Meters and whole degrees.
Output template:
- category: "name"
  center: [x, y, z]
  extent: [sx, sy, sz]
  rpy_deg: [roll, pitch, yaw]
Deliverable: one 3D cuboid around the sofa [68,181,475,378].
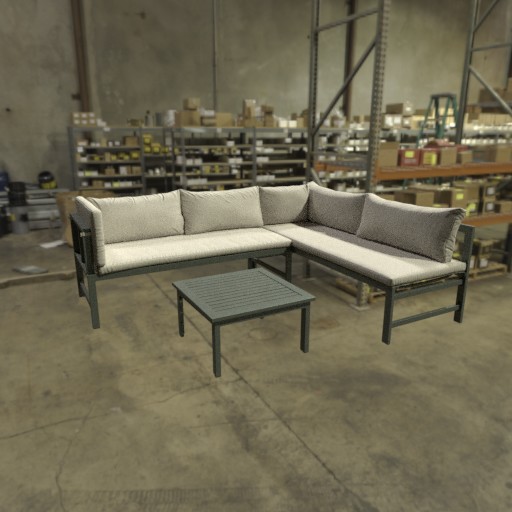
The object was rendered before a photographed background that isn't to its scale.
- category: "sofa"
  center: [0.000, 0.000, 2.944]
  extent: [2.096, 0.758, 1.658]
  rpy_deg: [-8, 18, -27]
